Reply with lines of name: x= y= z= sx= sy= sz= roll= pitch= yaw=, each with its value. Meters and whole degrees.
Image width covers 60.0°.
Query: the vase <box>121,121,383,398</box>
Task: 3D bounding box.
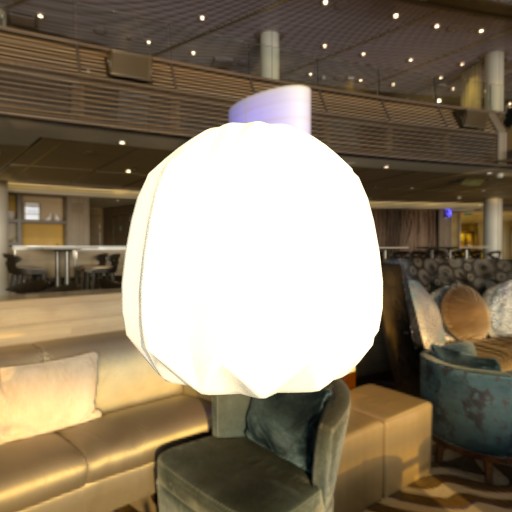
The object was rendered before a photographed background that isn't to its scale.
vase: x=0.000 y=0.000 z=0.244 sx=0.139 sy=0.134 sz=0.139 roll=0 pitch=1 yaw=0
